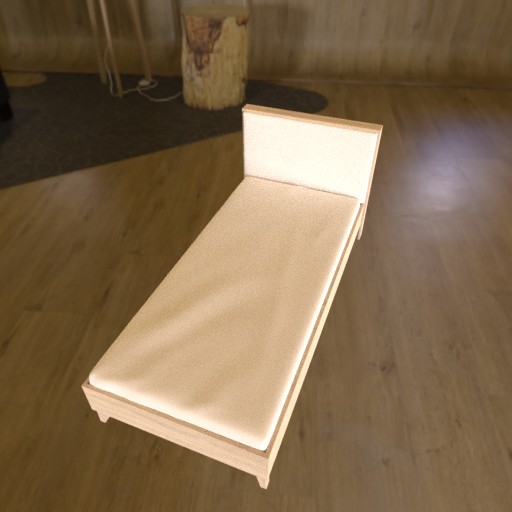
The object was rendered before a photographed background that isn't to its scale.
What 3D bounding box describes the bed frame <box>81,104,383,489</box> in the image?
[{"bbox_3d":[0.000,0.000,2.668,0.990,0.920,2.140,15,43,16],"label":"bed frame"}]
